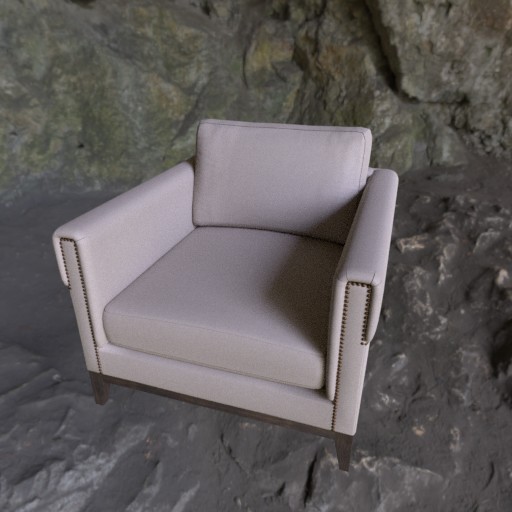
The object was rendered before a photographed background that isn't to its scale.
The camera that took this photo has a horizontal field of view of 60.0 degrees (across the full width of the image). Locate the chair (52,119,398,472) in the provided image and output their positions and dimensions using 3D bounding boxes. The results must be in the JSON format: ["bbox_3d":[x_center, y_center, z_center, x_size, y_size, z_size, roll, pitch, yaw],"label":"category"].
[{"bbox_3d":[0.000,0.000,1.618,0.914,0.838,0.959,8,27,16],"label":"chair"}]
